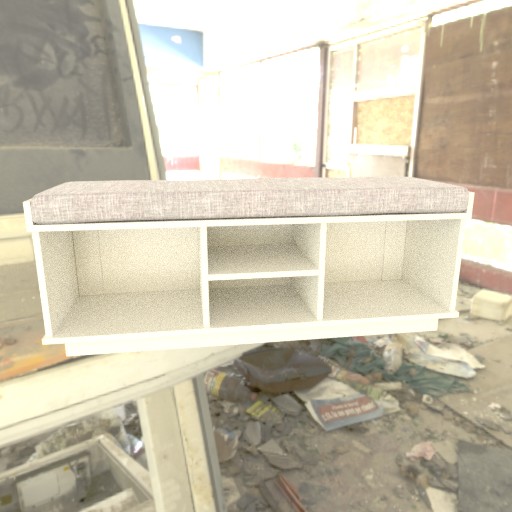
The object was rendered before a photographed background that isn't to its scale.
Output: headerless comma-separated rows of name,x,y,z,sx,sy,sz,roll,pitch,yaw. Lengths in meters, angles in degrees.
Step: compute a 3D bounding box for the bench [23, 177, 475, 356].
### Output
bench,0.000,0.000,1.378,1.196,0.453,0.363,-2,15,-9
